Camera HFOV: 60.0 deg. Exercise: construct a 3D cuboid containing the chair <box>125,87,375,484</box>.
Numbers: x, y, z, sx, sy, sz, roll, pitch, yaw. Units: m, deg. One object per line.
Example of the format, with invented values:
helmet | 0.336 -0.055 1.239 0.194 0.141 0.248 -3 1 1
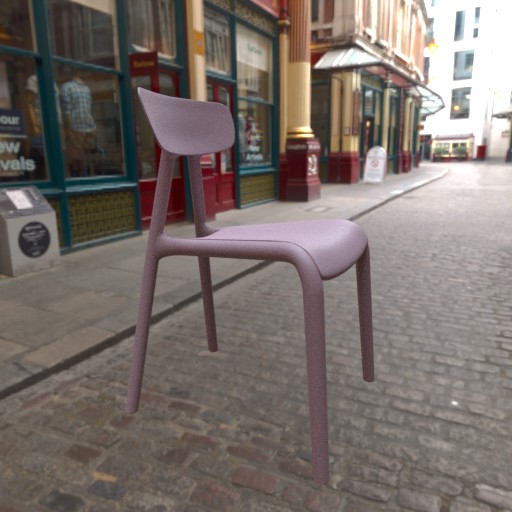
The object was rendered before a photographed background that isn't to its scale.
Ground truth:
chair | 0.000 0.000 0.822 0.401 0.580 0.356 6 14 25
